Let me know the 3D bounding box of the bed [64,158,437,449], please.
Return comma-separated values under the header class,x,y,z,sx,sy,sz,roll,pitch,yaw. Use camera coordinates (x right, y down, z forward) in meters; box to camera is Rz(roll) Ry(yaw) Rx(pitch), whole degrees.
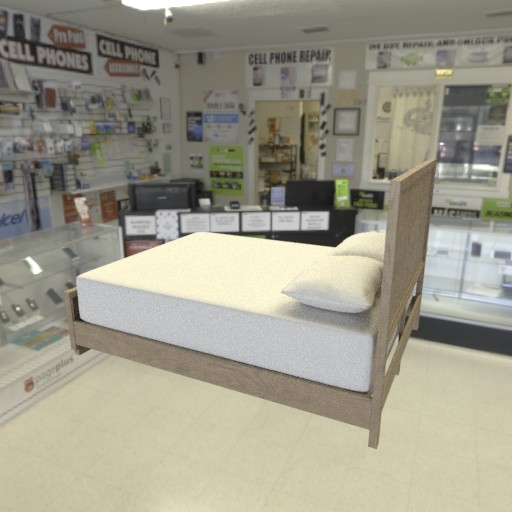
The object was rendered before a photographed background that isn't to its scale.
class,x,y,z,sx,sy,sz,roll,pitch,yaw
bed,0.000,0.000,3.248,2.189,1.369,1.606,8,18,25
